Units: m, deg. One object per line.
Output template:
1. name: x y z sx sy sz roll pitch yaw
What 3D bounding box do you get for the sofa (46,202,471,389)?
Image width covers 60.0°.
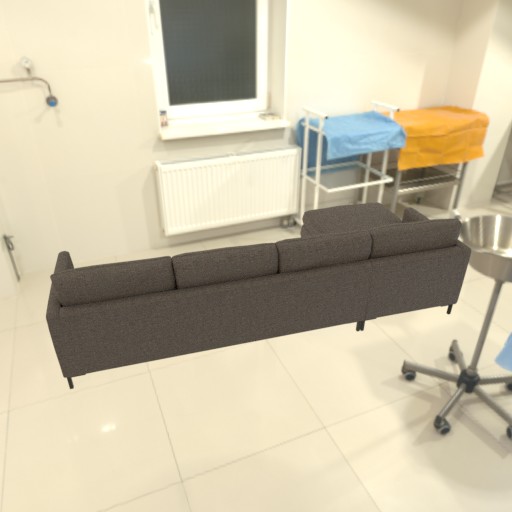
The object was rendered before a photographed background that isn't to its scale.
1. sofa: 0.000 0.000 3.267 2.731 0.754 1.258 -8 31 -14
